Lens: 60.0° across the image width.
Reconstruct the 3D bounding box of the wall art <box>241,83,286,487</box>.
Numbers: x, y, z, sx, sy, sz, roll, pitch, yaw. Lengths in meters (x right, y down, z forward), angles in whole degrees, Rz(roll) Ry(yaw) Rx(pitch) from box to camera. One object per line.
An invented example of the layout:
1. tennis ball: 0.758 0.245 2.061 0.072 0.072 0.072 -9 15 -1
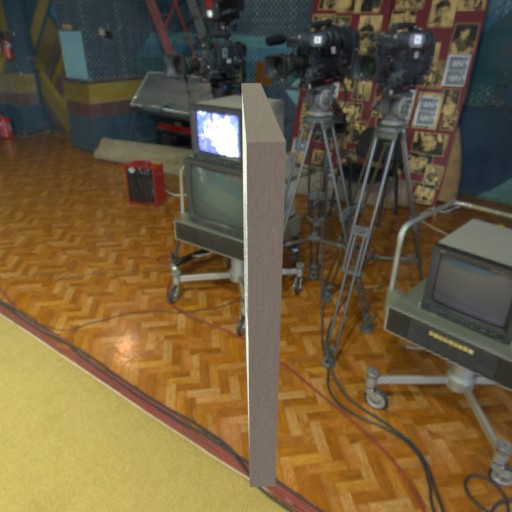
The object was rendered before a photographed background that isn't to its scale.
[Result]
1. wall art: 0.000 0.000 0.765 0.038 0.506 0.508 -1 27 -2
